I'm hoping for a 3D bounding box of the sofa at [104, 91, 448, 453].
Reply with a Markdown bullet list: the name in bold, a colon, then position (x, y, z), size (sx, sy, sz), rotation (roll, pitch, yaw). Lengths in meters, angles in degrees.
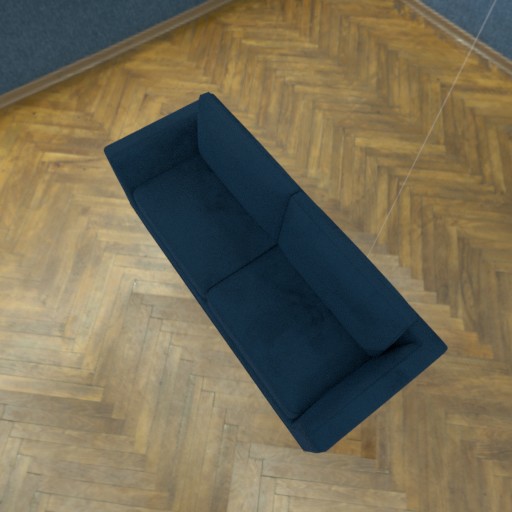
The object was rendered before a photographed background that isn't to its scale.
- **sofa**: position (0.000, 0.000, 2.761), size (0.853, 0.998, 2.212), rotation (-33, 68, -15)
